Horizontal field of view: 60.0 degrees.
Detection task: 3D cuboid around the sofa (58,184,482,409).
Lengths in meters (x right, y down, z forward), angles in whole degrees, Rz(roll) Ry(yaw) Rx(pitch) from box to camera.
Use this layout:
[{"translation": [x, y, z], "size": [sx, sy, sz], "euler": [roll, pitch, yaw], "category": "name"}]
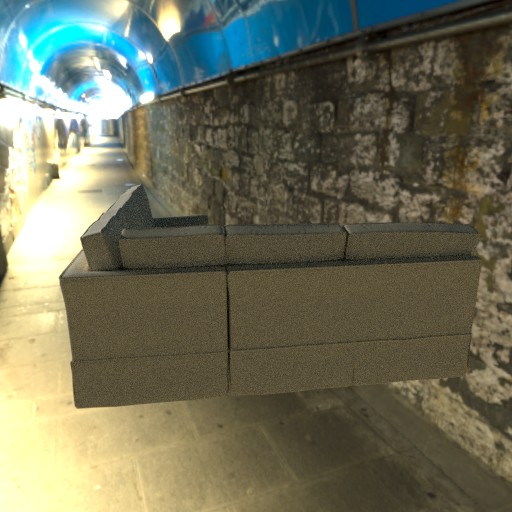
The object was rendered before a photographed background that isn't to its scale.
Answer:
[{"translation": [0.000, 0.000, 3.905], "size": [2.591, 1.070, 2.597], "euler": [-2, 17, -8], "category": "sofa"}]
